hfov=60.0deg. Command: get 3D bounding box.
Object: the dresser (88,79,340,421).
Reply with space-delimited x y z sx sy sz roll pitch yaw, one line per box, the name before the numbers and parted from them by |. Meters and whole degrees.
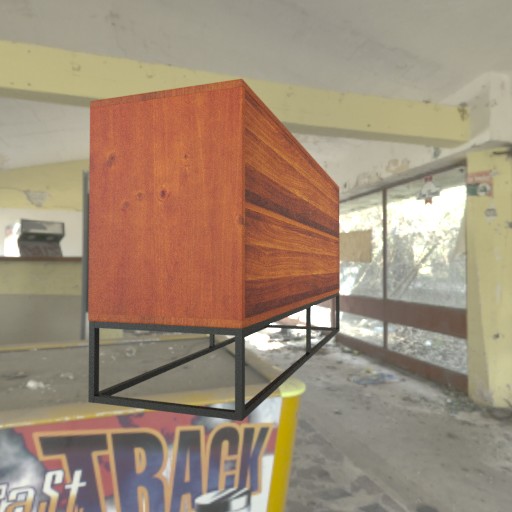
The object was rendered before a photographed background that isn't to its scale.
dresser | 0.000 0.000 1.847 0.464 0.810 1.536 0 -1 19
